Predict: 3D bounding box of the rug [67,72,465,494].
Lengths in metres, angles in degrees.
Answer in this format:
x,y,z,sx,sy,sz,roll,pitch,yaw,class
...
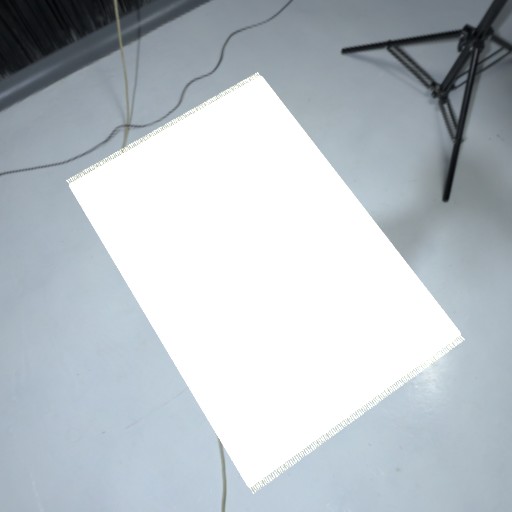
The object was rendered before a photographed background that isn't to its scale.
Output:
x,y,z,sx,sy,sz,roll,pitch,yaw,class
0.000,0.000,2.776,1.514,0.011,2.233,-32,77,-8,rug
